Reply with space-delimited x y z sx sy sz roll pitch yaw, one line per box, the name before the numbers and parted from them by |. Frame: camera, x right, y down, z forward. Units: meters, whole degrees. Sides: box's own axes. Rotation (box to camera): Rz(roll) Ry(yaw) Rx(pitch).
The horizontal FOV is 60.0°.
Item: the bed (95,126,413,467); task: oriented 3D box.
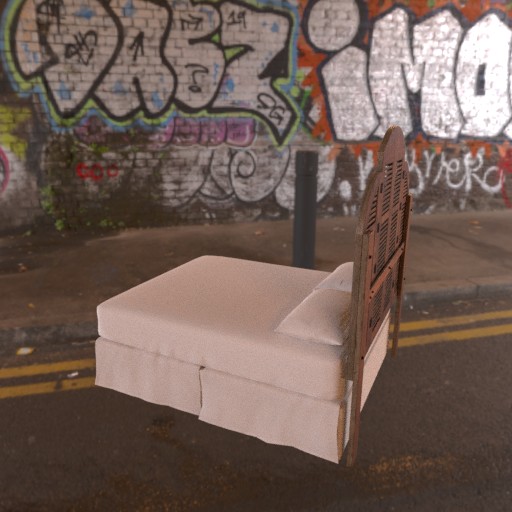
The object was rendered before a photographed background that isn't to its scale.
bed | 0.000 0.000 3.582 2.138 2.019 1.713 8 18 25
